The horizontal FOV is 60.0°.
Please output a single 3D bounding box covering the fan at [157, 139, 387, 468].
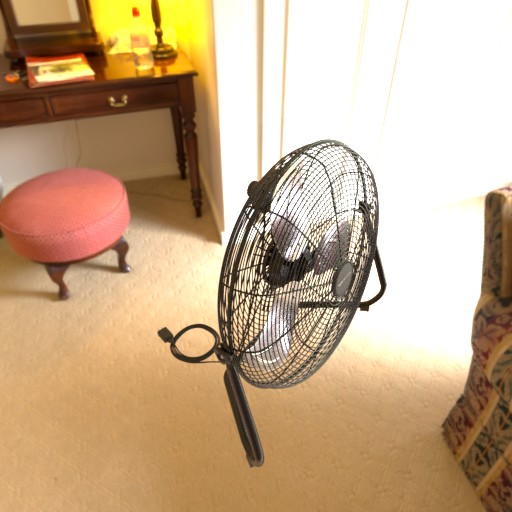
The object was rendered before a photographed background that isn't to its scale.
[{"bbox_3d":[0.000,0.000,0.929,0.424,0.546,0.555,26,47,27],"label":"fan"}]
